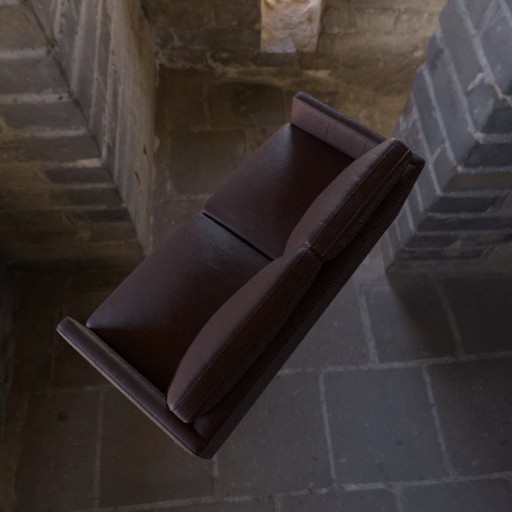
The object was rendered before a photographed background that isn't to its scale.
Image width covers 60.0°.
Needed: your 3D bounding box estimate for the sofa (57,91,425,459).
[{"bbox_3d":[0.000,0.000,2.500,0.923,0.863,1.971,35,69,16],"label":"sofa"}]
